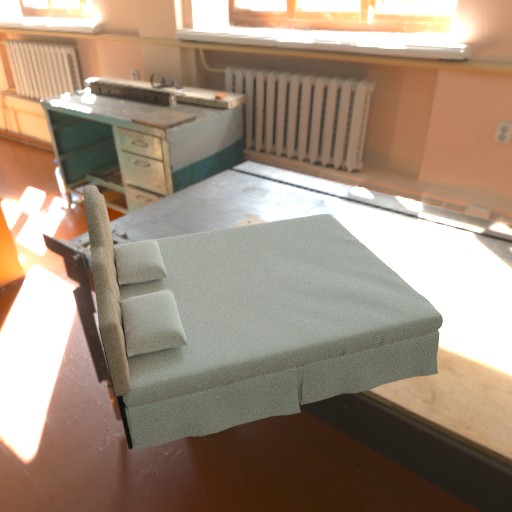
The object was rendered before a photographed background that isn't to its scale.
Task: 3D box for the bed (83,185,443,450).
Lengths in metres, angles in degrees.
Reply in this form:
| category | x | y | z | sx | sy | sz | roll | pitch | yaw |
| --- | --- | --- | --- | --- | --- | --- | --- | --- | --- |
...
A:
| category | x | y | z | sx | sy | sz | roll | pitch | yaw |
| --- | --- | --- | --- | --- | --- | --- | --- | --- | --- |
| bed | 0.000 | 0.000 | 2.955 | 1.970 | 1.194 | 1.667 | -10 | 32 | -16 |
